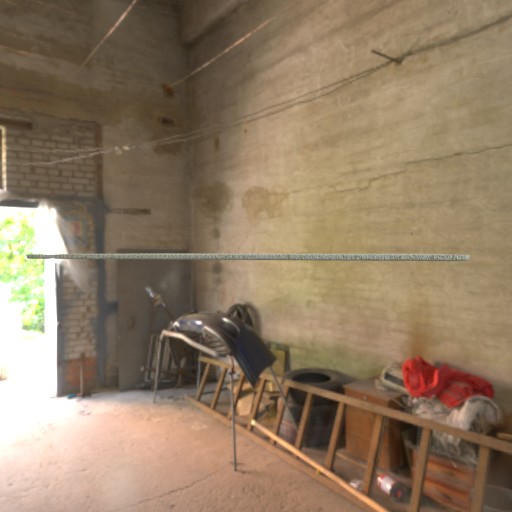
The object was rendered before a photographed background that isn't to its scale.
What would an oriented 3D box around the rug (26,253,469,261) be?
[{"bbox_3d":[0.000,0.000,2.912,2.349,0.026,1.500,0,0,17],"label":"rug"}]
